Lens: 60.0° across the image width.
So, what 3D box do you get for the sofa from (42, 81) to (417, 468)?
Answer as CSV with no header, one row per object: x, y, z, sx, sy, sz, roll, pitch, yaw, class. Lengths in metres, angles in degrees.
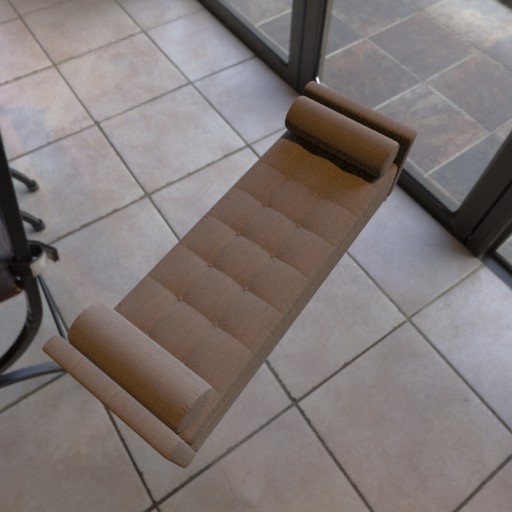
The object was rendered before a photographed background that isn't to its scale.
0.000,0.000,2.317,0.686,0.635,1.981,33,66,17,sofa
